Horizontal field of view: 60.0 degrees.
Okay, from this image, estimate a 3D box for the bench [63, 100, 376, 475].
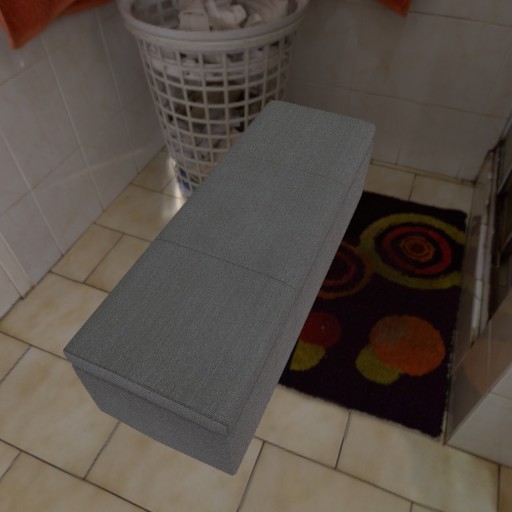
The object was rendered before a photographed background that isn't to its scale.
[{"bbox_3d":[0.000,0.000,1.497,0.446,0.438,1.269,19,51,16],"label":"bench"}]
